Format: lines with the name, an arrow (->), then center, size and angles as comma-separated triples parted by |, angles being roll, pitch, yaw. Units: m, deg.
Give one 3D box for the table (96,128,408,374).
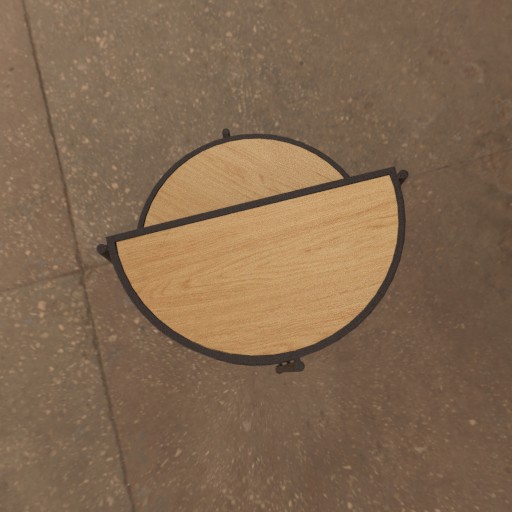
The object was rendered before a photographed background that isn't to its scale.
table -> 0.000, 0.000, 1.179 | 0.629, 0.684, 0.628 | -14, 76, -4
